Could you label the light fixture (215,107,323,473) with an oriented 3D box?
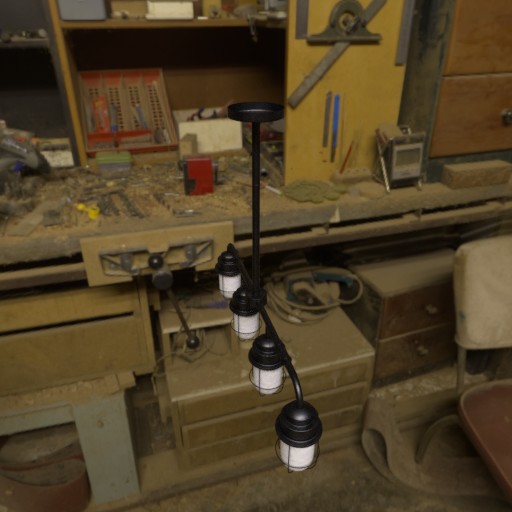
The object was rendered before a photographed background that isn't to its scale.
[{"bbox_3d":[0.000,0.000,1.211,0.131,0.785,0.852,-8,30,-13],"label":"light fixture"}]
